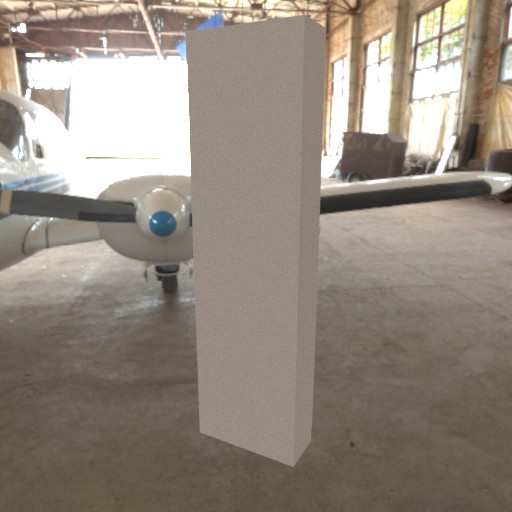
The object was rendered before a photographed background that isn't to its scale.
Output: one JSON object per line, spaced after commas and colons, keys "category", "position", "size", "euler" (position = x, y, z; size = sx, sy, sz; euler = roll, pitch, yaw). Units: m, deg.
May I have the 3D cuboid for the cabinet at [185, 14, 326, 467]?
{"category": "cabinet", "position": [0.000, 0.000, 1.928], "size": [0.500, 1.790, 0.230], "euler": [8, 16, 28]}
